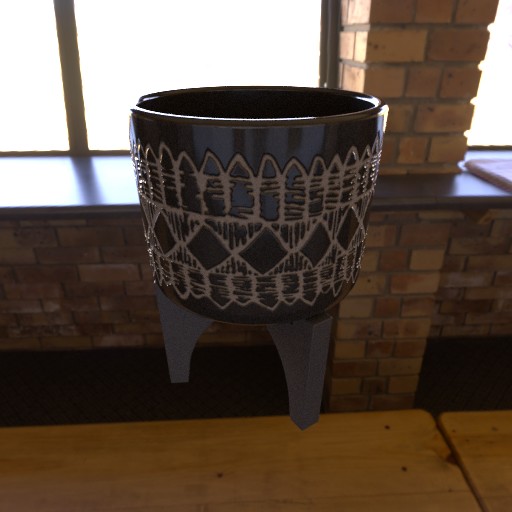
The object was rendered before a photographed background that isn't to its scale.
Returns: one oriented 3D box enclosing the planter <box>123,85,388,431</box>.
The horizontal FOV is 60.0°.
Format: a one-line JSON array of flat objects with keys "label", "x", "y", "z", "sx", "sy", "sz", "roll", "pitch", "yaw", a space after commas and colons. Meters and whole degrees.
[{"label": "planter", "x": 0.000, "y": 0.000, "z": 0.262, "sx": 0.129, "sy": 0.177, "sz": 0.129, "roll": 0, "pitch": 27, "yaw": 0}]
